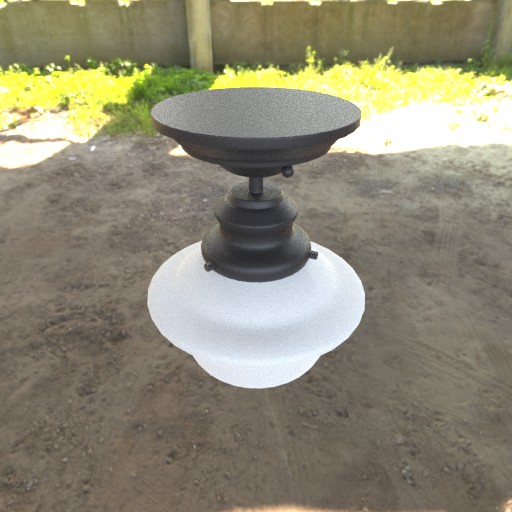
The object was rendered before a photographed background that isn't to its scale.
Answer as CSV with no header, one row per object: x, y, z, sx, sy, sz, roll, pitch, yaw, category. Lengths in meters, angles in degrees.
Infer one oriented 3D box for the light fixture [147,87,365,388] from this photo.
0.000,0.000,0.389,0.197,0.254,0.197,0,31,0,light fixture
